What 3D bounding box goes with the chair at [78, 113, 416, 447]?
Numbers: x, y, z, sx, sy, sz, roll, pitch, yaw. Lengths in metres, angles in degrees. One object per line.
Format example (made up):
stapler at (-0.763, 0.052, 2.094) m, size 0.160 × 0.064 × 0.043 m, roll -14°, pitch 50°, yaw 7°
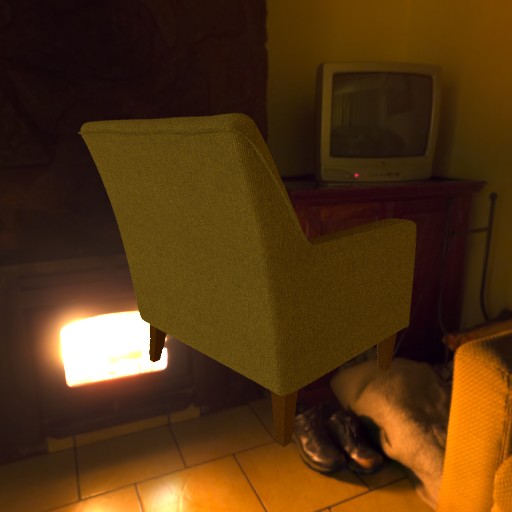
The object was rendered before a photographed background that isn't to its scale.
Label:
chair at (0.000, 0.000, 1.585) m, size 0.899 × 0.919 × 0.780 m, roll -14°, pitch 20°, yaw -42°
